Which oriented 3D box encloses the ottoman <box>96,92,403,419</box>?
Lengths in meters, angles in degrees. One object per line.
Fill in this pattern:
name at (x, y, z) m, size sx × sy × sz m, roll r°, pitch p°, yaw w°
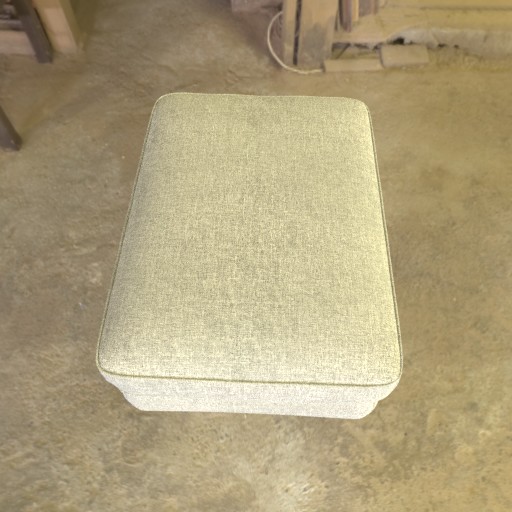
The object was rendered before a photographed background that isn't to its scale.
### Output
ottoman at (0.000, 0.000, 1.309) m, size 0.661 × 0.561 × 0.889 m, roll 2°, pitch 59°, yaw 1°
